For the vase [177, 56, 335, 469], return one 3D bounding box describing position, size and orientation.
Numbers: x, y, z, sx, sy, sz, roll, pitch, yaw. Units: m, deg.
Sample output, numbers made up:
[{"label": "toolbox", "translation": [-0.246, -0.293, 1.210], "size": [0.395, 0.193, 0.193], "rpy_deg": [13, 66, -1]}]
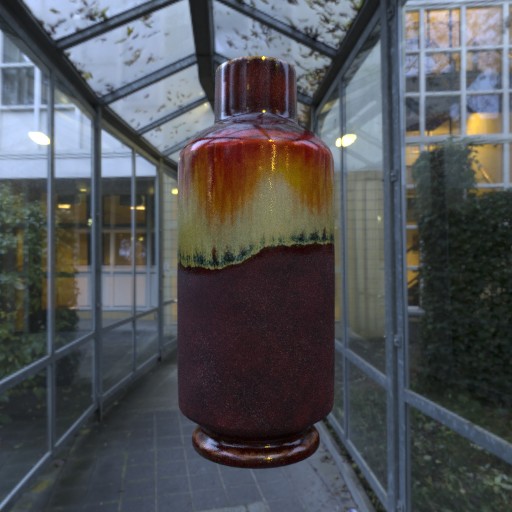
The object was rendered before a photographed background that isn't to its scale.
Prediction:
[{"label": "vase", "translation": [0.000, 0.000, 0.316], "size": [0.111, 0.261, 0.111], "rpy_deg": [0, 0, 0]}]
